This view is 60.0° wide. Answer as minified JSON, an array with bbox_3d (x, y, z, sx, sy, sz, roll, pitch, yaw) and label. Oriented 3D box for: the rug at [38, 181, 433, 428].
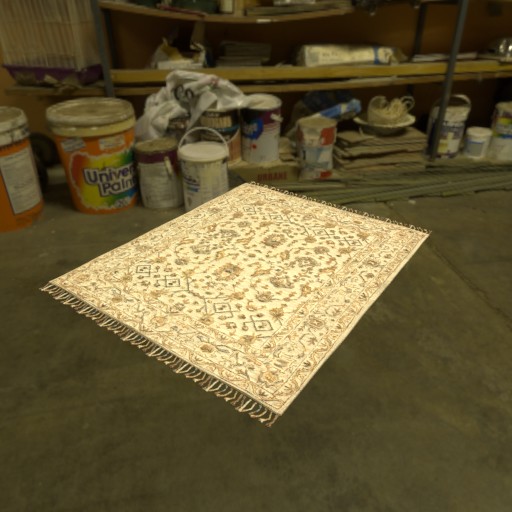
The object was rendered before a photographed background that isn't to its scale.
[{"bbox_3d":[0.000,0.000,4.247,2.426,0.034,3.061,21,37,30],"label":"rug"}]
